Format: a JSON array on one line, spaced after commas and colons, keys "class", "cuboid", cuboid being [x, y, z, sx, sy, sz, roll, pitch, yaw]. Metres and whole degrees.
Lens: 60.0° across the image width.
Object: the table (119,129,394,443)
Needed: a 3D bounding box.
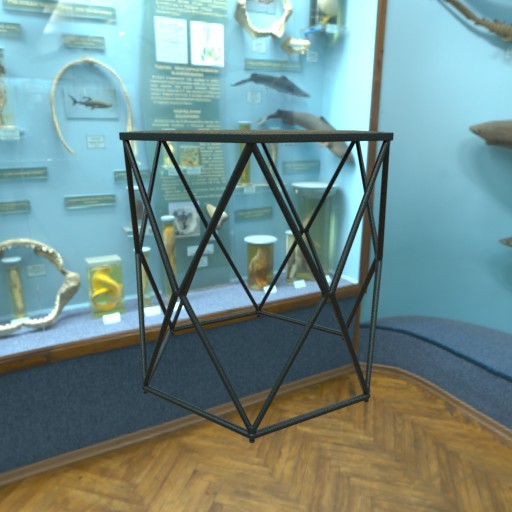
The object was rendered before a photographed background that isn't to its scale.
[{"class": "table", "cuboid": [0.000, 0.000, 1.038, 0.578, 0.564, 0.579, -8, 18, -26]}]
